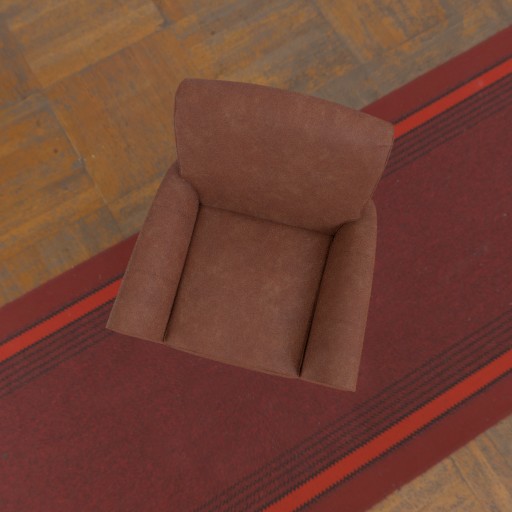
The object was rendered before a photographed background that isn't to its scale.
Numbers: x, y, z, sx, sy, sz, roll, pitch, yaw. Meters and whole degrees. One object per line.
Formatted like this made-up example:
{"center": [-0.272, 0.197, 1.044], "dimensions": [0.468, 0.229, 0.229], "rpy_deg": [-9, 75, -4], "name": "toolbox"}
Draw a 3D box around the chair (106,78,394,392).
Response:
{"center": [0.000, 0.000, 1.843], "dimensions": [0.978, 1.061, 0.902], "rpy_deg": [14, 76, 3], "name": "chair"}
